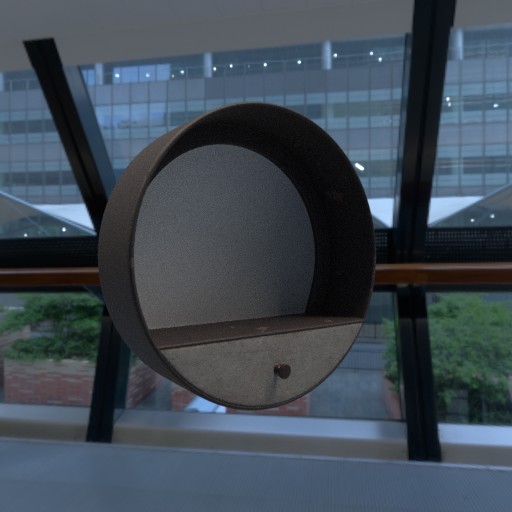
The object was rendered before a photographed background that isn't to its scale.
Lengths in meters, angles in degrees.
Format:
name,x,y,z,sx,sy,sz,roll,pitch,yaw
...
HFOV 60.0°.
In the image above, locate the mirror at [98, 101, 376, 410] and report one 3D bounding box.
name,x,y,z,sx,sy,sz,roll,pitch,yaw
mirror,0.000,0.000,0.600,0.386,0.386,0.126,0,0,-36
